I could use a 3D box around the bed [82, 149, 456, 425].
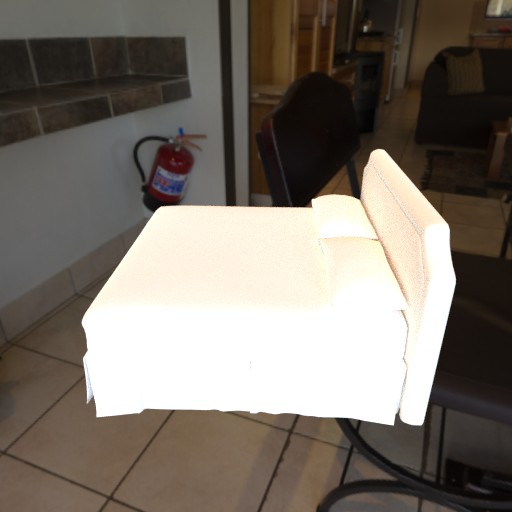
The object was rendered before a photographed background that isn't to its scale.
[{"bbox_3d":[0.000,0.000,3.477,2.204,1.301,2.160,1,27,3],"label":"bed"}]
